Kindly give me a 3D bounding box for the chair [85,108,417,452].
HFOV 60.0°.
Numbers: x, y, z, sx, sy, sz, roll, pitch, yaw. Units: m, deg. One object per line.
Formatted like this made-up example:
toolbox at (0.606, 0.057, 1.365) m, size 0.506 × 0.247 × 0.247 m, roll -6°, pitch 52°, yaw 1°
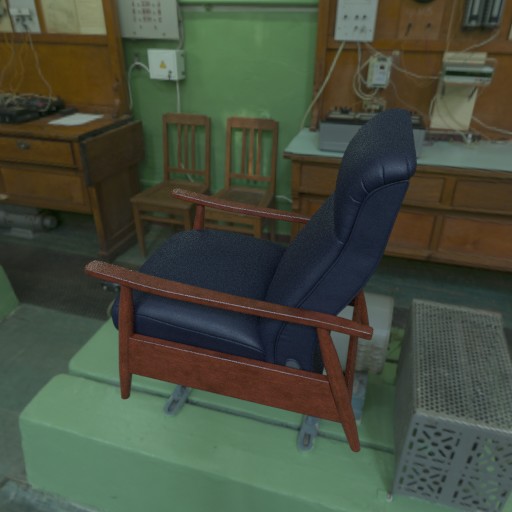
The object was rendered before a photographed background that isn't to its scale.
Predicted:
chair at (0.000, 0.000, 1.744) m, size 1.014 × 1.082 × 0.762 m, roll 8°, pitch 31°, yaw 13°
